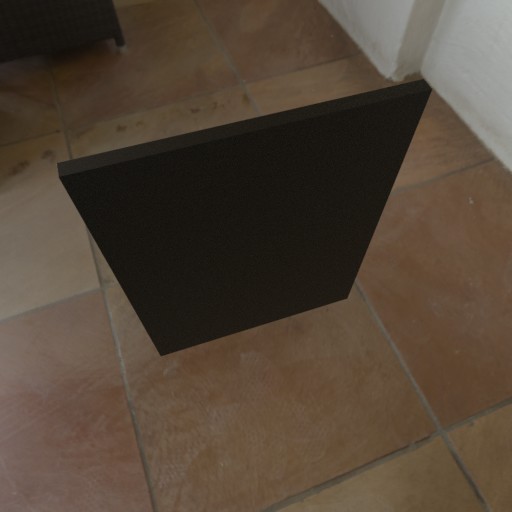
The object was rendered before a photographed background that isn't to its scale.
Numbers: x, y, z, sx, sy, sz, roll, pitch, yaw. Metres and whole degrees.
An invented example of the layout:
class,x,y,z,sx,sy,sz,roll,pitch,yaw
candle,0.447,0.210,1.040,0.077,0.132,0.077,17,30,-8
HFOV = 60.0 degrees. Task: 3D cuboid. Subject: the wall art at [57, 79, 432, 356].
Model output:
class,x,y,z,sx,sy,sz,roll,pitch,yaw
wall art,0.000,0.000,1.375,0.806,1.062,0.038,-16,60,-9
